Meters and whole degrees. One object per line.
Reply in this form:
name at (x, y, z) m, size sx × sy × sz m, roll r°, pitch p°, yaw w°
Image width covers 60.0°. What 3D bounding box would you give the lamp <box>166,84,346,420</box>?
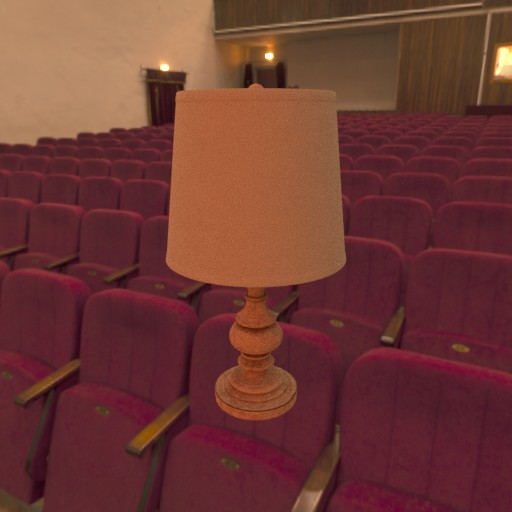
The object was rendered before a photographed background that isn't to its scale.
lamp at (0.000, 0.000, 0.685) m, size 0.273 × 0.497 × 0.273 m, roll 0°, pitch 18°, yaw 0°
